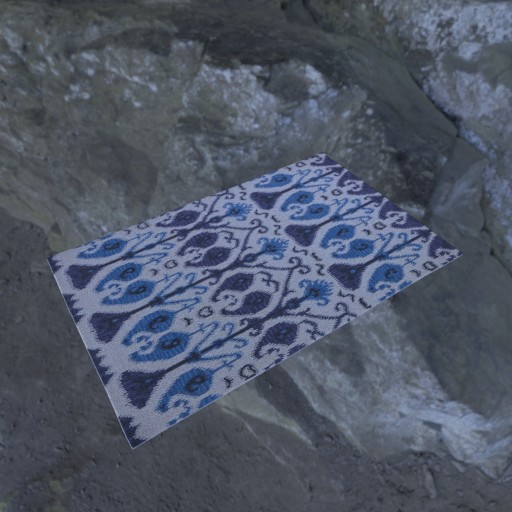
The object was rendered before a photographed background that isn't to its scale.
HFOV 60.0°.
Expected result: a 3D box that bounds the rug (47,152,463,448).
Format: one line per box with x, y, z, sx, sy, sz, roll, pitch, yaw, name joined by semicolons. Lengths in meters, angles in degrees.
0.000;0.000;2.128;1.698;0.013;1.072;-25;50;-23;rug
